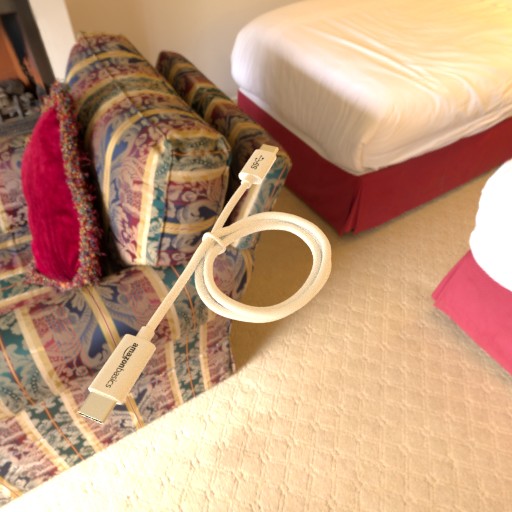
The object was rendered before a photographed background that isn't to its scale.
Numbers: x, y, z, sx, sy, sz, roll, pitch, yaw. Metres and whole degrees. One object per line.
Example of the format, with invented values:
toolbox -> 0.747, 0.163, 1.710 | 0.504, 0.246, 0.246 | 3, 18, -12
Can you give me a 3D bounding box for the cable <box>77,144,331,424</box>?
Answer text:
cable -> 0.000, 0.000, 0.209 | 0.070, 0.014, 0.186 | 16, 49, 14
